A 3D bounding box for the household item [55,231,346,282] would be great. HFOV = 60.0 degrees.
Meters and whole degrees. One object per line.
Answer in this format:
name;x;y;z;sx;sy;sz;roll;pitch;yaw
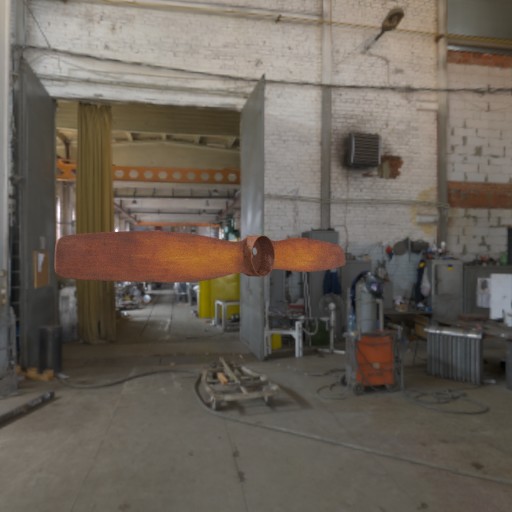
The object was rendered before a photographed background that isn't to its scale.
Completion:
household item;0.000;0.000;1.232;0.051;0.121;1.181;0;0;35
